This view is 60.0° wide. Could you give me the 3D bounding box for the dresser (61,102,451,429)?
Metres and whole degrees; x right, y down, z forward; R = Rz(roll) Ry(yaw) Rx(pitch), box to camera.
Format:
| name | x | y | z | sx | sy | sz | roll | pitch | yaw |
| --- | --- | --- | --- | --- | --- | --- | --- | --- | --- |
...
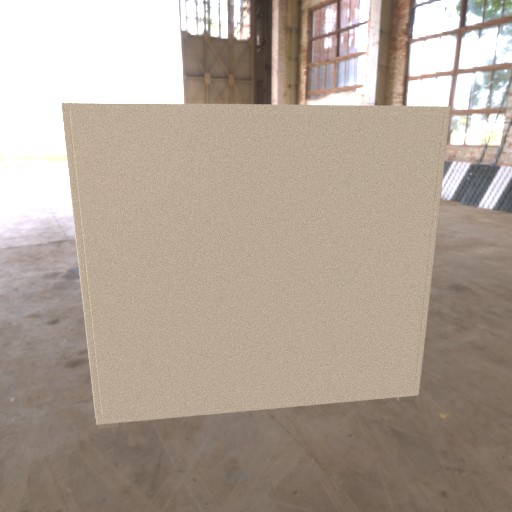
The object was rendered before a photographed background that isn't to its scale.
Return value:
| name | x | y | z | sx | sy | sz | roll | pitch | yaw |
| --- | --- | --- | --- | --- | --- | --- | --- | --- | --- |
| dresser | 0.000 | 0.000 | 1.585 | 1.100 | 1.000 | 0.460 | -2 | 16 | -8 |
